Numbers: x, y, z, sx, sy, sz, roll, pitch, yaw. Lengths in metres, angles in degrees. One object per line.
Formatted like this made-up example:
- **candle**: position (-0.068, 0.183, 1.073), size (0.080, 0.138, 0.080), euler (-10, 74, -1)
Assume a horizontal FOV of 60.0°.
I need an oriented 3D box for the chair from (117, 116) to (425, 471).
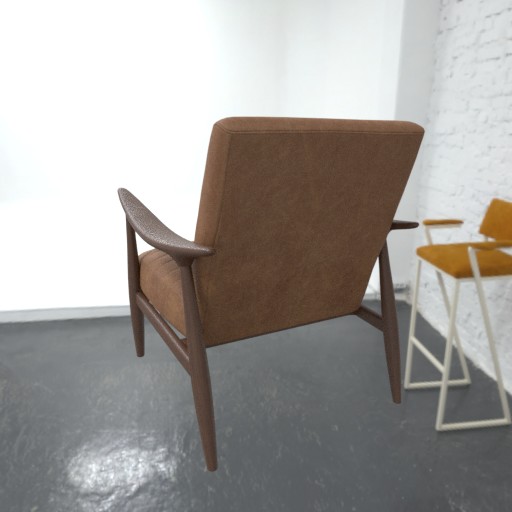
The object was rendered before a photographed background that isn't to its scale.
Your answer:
- **chair**: position (0.000, 0.000, 1.419), size (0.741, 0.832, 0.798), euler (-8, 18, -26)
